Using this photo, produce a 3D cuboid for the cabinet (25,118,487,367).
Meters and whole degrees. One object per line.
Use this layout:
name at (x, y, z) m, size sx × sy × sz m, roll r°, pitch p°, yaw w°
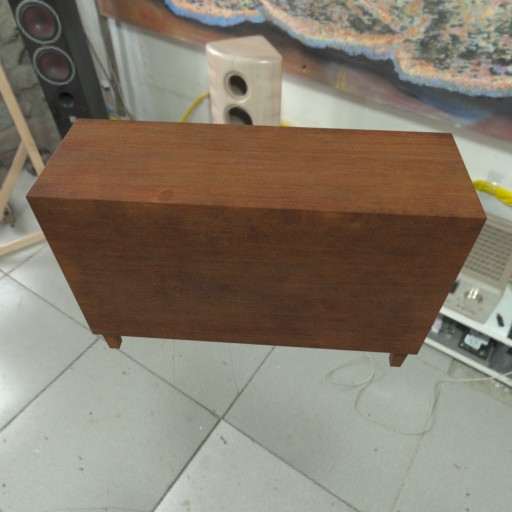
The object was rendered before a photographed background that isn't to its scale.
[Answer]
cabinet at (0.000, 0.000, 1.582) m, size 1.204 × 0.805 × 0.403 m, roll 3°, pitch 47°, yaw 3°
